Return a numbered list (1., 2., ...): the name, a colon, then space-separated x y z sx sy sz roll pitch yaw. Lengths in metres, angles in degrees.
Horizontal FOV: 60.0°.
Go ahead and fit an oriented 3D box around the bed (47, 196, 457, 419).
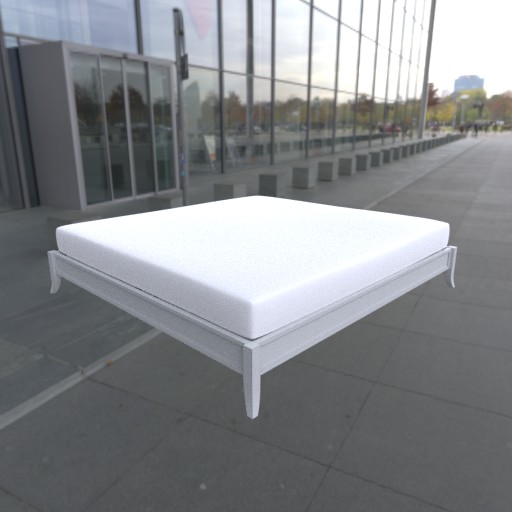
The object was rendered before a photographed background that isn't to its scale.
1. bed: 0.000 0.000 3.113 2.007 0.510 2.108 16 23 42
